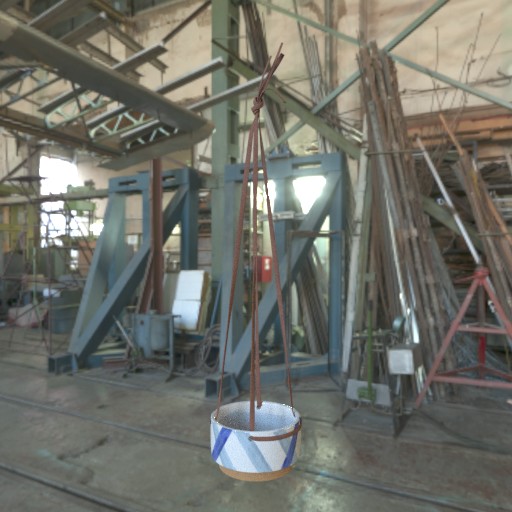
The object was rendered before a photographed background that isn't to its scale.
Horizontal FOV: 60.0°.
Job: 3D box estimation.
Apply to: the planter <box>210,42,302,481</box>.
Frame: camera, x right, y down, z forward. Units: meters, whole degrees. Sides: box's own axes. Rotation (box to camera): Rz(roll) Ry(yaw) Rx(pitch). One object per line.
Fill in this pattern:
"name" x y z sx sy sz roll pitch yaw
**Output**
"planter" 0.000 0.000 0.805 0.166 0.751 0.166 0 0 -17
